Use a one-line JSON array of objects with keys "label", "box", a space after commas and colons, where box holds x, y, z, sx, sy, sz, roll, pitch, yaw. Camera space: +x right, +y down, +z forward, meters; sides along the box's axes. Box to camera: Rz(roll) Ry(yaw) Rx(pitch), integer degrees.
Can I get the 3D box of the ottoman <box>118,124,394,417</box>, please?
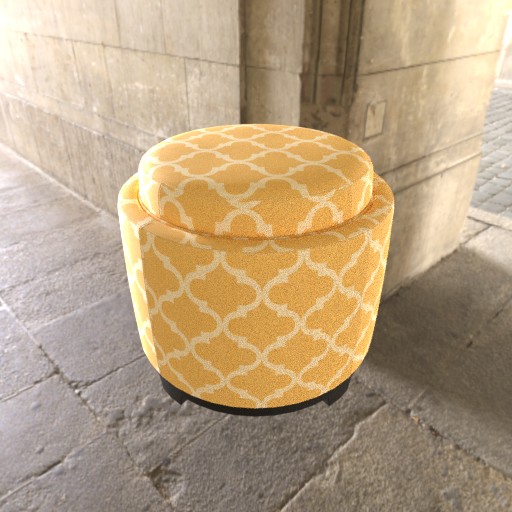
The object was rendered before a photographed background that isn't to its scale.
[{"label": "ottoman", "box": [0.000, 0.000, 0.854, 0.480, 0.429, 0.480, 0, 31, 0]}]
